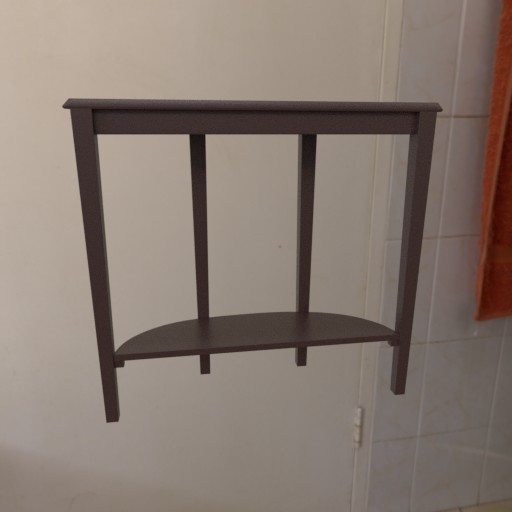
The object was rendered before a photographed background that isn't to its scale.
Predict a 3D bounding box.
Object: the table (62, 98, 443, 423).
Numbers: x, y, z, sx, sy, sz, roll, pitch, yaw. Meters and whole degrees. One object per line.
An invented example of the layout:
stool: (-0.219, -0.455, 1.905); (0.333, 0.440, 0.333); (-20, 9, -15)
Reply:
table: (0.000, 0.000, 1.281); (0.909, 0.831, 0.274); (-2, 16, -9)
